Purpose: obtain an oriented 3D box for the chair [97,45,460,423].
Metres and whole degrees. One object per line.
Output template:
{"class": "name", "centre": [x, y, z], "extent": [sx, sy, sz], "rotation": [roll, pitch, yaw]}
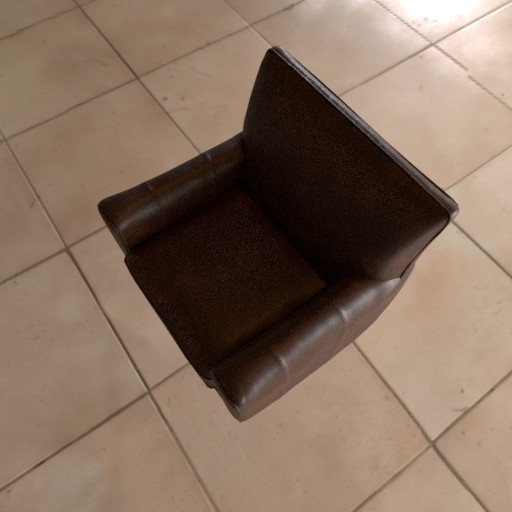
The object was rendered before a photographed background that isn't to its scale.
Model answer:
{"class": "chair", "centre": [0.000, 0.000, 1.638], "extent": [0.823, 0.943, 0.870], "rotation": [-33, 68, -15]}
